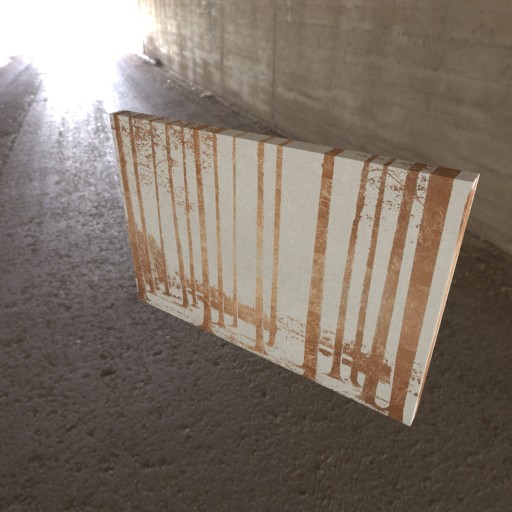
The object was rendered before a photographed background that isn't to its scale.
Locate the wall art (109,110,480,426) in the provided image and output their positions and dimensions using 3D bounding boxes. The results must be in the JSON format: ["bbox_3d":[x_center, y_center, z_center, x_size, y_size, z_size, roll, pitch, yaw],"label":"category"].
[{"bbox_3d":[0.000,0.000,0.755,0.609,0.405,0.035,19,35,29],"label":"wall art"}]
